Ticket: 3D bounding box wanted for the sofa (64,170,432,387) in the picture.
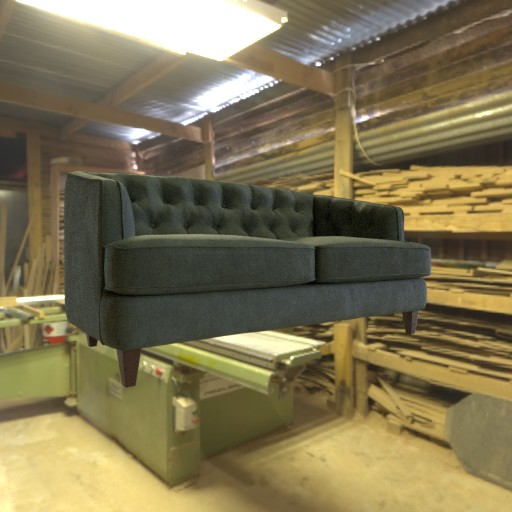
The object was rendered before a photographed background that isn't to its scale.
[{"bbox_3d":[0.000,0.000,2.242,1.733,0.855,0.941,-1,1,-36],"label":"sofa"}]
